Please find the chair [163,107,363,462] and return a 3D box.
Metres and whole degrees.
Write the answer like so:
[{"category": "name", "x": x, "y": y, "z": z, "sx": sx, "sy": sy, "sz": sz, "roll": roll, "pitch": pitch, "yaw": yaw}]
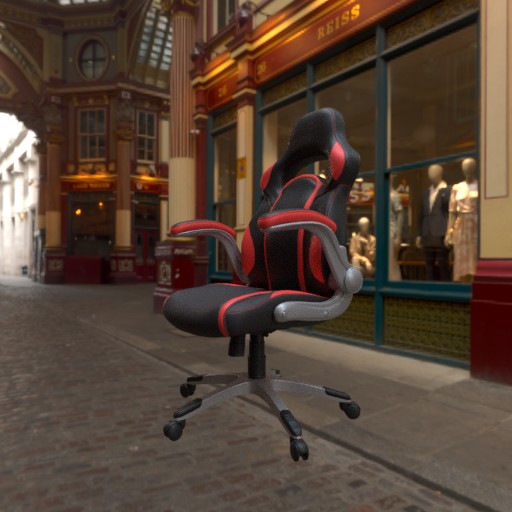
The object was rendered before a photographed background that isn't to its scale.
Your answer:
[{"category": "chair", "x": 0.000, "y": 0.000, "z": 1.603, "sx": 0.712, "sy": 1.165, "sz": 0.758, "roll": 0, "pitch": 1, "yaw": -36}]
